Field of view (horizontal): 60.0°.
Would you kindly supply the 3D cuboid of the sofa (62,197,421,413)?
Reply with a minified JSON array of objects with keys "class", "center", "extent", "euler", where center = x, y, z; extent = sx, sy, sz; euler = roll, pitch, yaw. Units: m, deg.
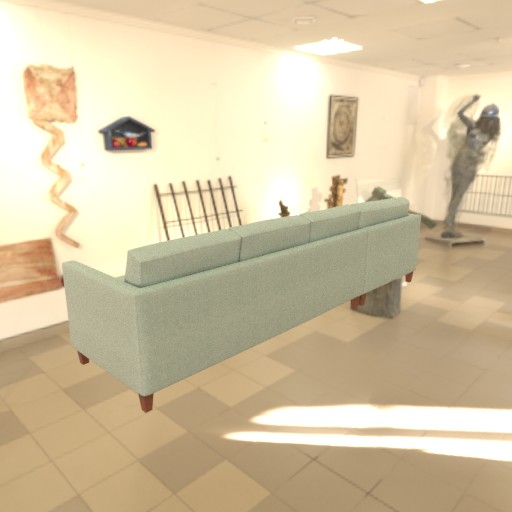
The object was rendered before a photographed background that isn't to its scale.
[{"class":"sofa","center":[0.000,0.000,4.119],"extent":[1.600,0.953,3.470],"euler":[14,21,42]}]
